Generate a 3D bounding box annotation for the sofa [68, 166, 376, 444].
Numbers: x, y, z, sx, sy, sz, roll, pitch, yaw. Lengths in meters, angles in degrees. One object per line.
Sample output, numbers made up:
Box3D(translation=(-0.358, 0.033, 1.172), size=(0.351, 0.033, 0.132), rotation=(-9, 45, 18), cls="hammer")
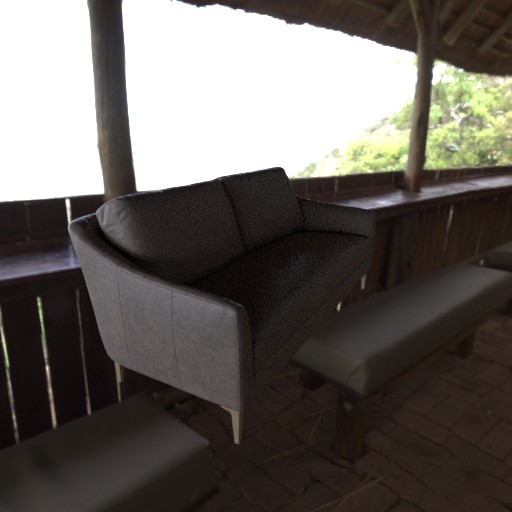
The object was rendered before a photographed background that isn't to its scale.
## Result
Box3D(translation=(0.000, 0.000, 2.605), size=(0.960, 0.902, 2.036), rotation=(8, 18, 26), cls="sofa")
